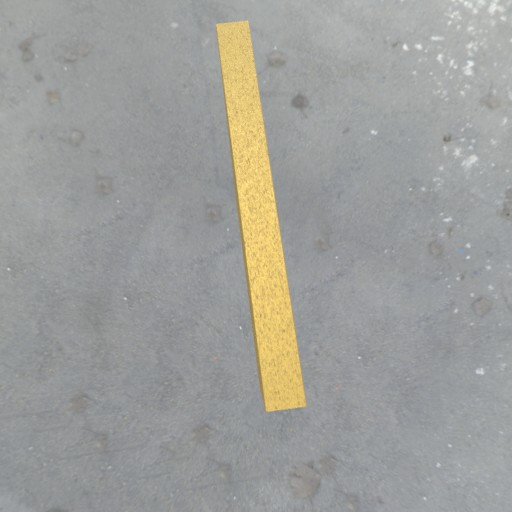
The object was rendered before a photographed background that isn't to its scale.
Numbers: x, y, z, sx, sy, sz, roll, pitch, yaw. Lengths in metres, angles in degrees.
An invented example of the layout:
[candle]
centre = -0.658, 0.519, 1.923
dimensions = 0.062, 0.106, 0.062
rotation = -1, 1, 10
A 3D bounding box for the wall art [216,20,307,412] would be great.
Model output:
[wall art]
centre = 0.000, 0.000, 0.885
dimensions = 0.048, 0.642, 0.537
rotation = -7, 75, -2
